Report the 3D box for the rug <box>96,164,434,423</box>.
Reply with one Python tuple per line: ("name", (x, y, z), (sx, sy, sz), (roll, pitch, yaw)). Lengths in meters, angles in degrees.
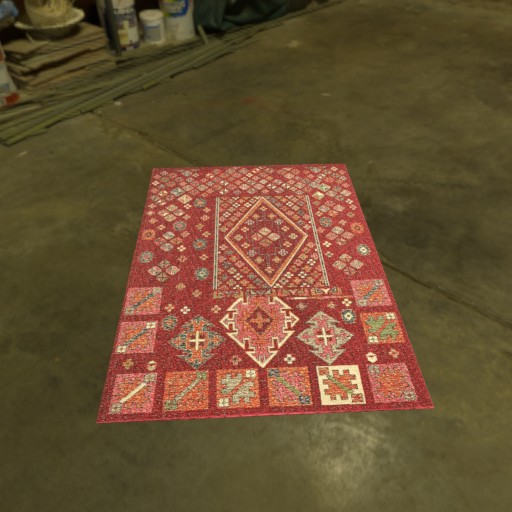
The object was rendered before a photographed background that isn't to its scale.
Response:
("rug", (0.000, 0.000, 2.858), (1.579, 0.007, 2.184), (-2, 43, -2))
